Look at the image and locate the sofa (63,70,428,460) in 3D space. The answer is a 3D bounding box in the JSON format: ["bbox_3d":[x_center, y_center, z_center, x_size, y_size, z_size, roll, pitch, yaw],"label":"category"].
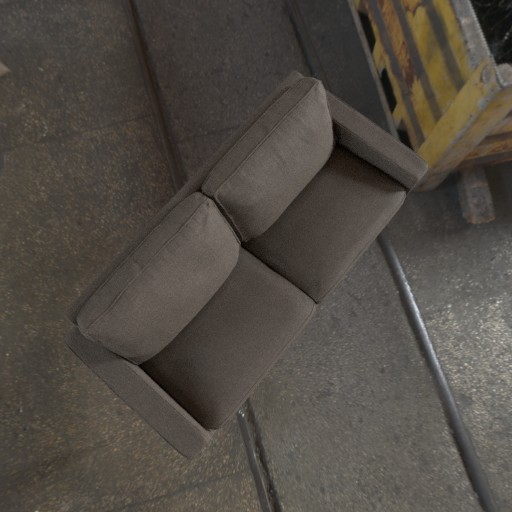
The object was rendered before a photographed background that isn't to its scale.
[{"bbox_3d":[0.000,0.000,2.550,0.940,0.919,2.080,39,79,9],"label":"sofa"}]
